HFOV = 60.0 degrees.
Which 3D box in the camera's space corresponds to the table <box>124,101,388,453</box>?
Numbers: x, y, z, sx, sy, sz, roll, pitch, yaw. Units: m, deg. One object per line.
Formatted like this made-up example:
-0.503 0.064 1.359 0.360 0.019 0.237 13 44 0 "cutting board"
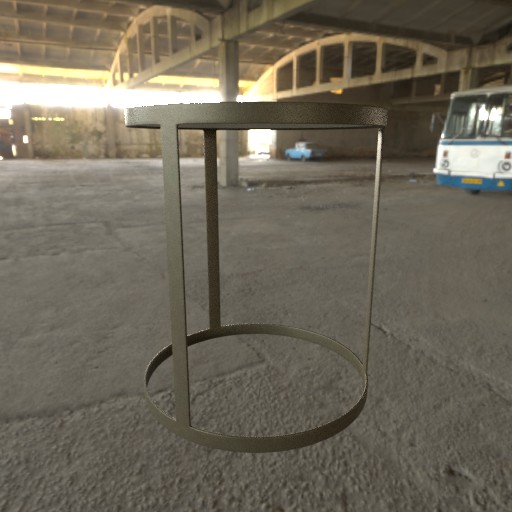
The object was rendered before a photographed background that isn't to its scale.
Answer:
0.000 0.000 0.912 0.480 0.565 0.480 0 15 0 "table"
